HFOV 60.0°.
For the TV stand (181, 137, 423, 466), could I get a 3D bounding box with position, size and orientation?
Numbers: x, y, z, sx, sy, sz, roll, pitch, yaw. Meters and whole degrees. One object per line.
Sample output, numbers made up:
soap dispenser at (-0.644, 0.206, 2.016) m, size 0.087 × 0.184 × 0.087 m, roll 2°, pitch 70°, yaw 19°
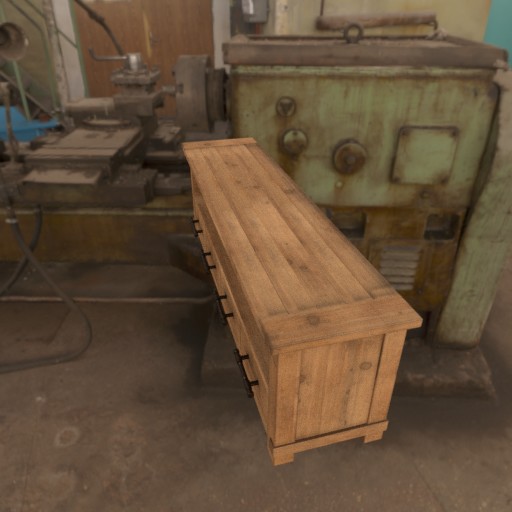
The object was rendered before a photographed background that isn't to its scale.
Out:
TV stand at (0.000, 0.000, 2.048) m, size 0.453 × 0.573 × 1.804 m, roll -8°, pitch 32°, yaw -13°
